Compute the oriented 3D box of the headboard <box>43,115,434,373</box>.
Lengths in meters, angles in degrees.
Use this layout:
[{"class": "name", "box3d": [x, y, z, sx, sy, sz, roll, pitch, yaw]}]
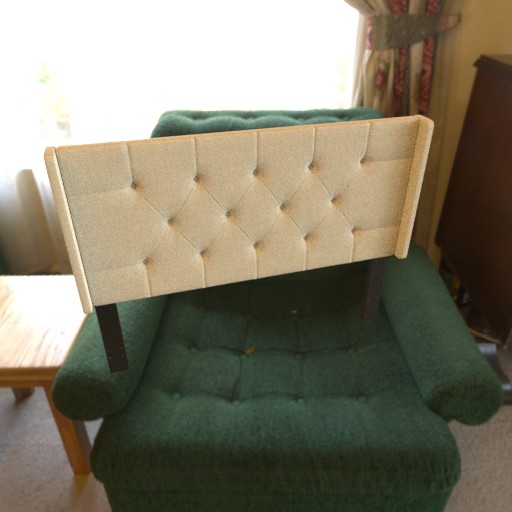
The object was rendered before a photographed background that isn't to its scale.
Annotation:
[{"class": "headboard", "box3d": [0.000, 0.000, 2.707, 2.051, 1.524, 0.184, -9, 33, -14]}]
